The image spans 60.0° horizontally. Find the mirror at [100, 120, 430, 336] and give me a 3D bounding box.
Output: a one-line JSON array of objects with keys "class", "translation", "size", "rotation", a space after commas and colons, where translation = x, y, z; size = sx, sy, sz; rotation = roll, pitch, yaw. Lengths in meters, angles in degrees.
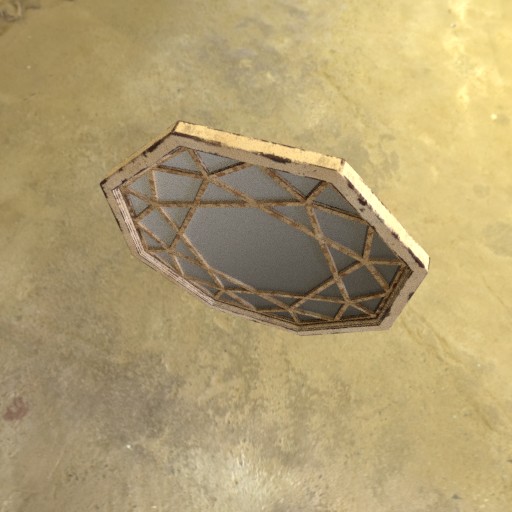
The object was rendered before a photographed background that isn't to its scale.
[{"class": "mirror", "translation": [0.000, 0.000, 0.952], "size": [0.648, 0.648, 0.031], "rotation": [16, 60, 9]}]
